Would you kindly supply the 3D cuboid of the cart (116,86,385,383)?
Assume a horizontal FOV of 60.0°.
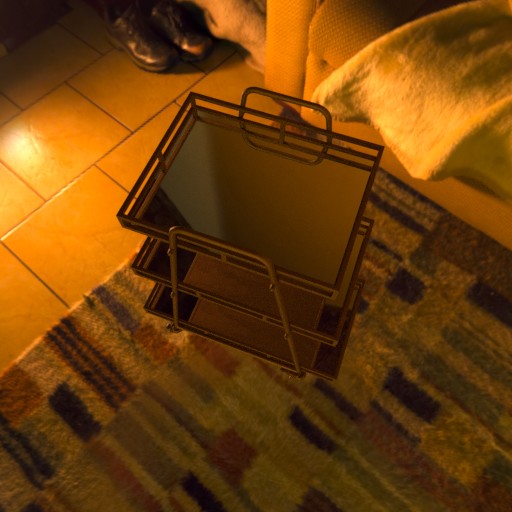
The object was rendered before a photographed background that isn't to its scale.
[{"bbox_3d":[0.000,0.000,1.314,0.711,0.883,0.441,19,65,9],"label":"cart"}]
